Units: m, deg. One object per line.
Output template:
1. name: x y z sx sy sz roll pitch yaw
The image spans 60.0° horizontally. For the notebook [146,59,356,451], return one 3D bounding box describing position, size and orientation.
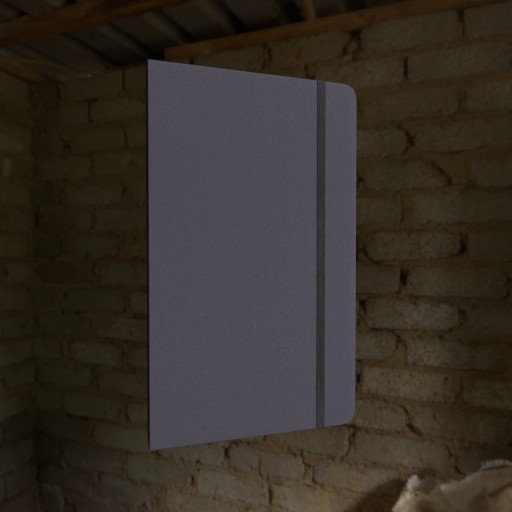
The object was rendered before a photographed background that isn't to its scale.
1. notebook: 0.000 0.000 0.266 0.127 0.213 0.016 0 1 -18
